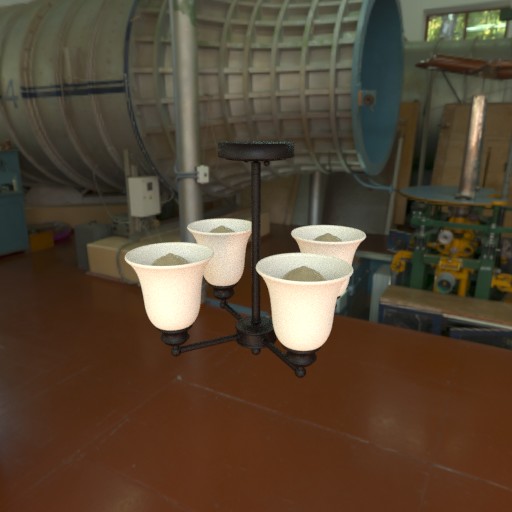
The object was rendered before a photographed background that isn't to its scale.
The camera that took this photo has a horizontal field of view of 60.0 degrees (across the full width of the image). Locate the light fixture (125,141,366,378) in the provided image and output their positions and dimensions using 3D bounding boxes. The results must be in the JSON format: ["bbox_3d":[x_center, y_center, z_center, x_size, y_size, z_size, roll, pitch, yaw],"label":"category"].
[{"bbox_3d":[0.000,0.000,1.866,1.069,0.925,1.069,-8,18,-26],"label":"light fixture"}]
